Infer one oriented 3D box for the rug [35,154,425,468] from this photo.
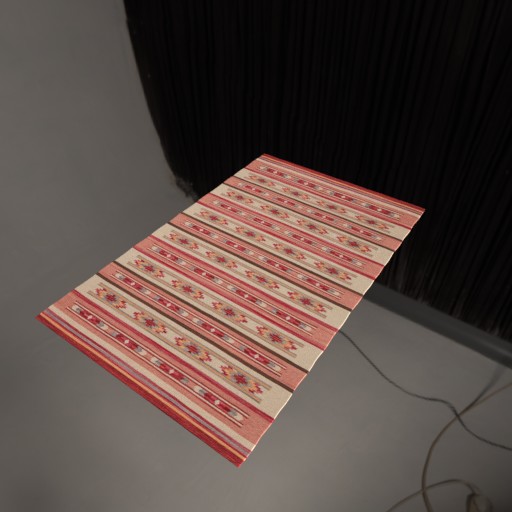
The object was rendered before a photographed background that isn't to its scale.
[{"bbox_3d":[0.000,0.000,3.063,1.535,0.010,2.431,25,47,26],"label":"rug"}]
